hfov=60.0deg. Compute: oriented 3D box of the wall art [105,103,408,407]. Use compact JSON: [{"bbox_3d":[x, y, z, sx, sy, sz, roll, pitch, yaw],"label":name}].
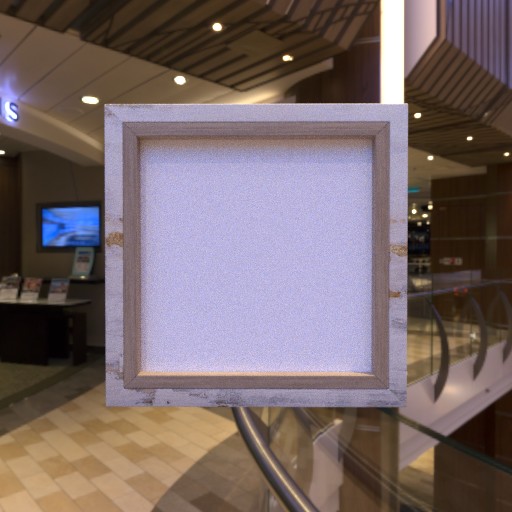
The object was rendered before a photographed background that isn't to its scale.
[{"bbox_3d":[0.000,0.000,0.914,0.611,0.613,0.040,0,1,0],"label":"wall art"}]
